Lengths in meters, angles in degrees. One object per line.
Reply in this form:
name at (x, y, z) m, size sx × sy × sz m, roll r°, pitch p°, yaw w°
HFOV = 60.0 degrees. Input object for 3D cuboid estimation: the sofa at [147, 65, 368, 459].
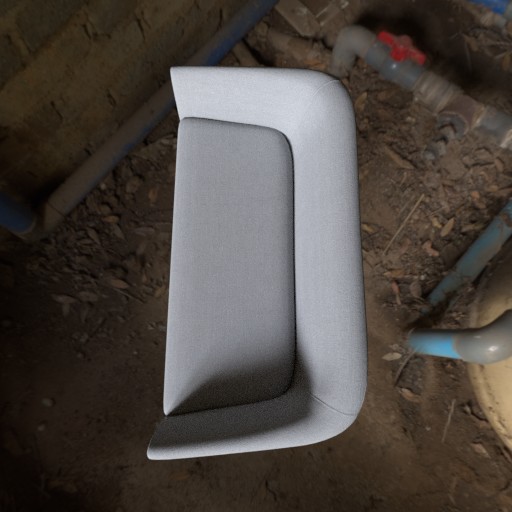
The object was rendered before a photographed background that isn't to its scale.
sofa at (0.000, 0.000, 1.797) m, size 0.705 × 0.721 × 1.452 m, roll 0°, pitch 76°, yaw 0°
